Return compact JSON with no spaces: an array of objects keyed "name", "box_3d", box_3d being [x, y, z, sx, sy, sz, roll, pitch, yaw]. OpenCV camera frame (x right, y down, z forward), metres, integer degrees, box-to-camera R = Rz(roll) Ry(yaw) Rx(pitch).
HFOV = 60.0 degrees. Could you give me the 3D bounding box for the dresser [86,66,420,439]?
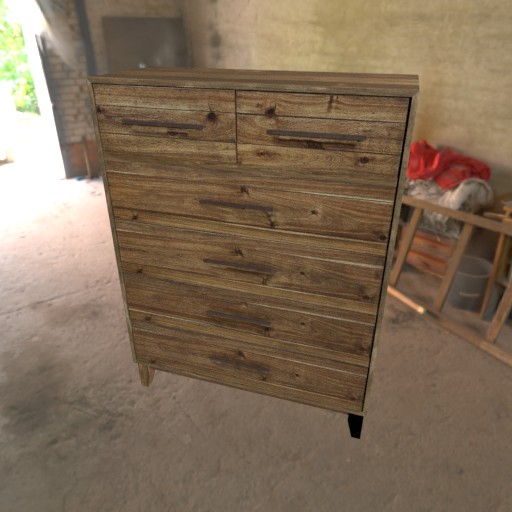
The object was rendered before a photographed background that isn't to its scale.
[{"name":"dresser","box_3d":[0.000,0.000,1.842,1.062,1.393,0.442,8,29,15]}]
